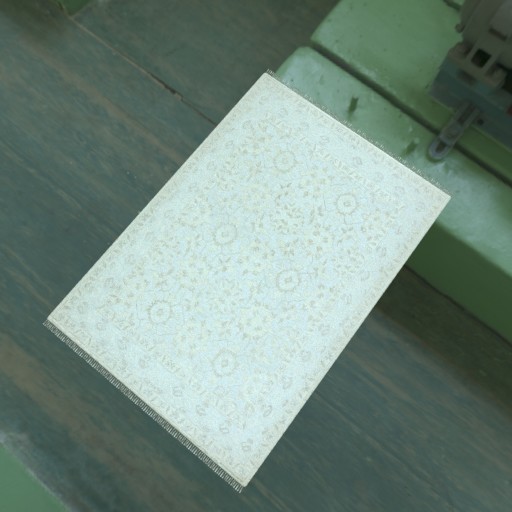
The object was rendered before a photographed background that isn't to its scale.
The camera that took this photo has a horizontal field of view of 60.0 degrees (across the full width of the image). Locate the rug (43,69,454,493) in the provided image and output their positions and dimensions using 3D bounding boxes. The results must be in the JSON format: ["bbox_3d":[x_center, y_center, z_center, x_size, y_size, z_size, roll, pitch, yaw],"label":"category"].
[{"bbox_3d":[0.000,0.000,2.762,1.514,0.011,2.233,37,79,9],"label":"rug"}]
